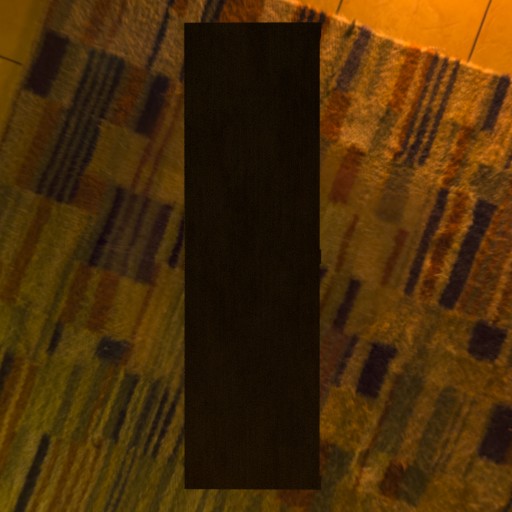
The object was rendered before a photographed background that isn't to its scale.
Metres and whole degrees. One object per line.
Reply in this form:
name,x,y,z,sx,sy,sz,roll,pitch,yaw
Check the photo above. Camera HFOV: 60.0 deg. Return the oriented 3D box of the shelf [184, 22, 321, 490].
shelf,0.000,0.000,1.853,0.479,0.719,1.575,0,90,0
